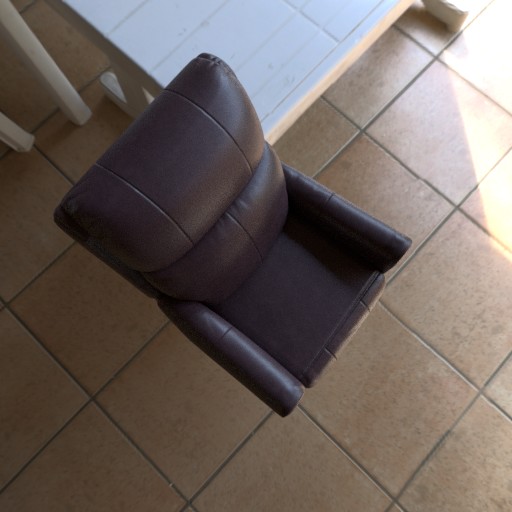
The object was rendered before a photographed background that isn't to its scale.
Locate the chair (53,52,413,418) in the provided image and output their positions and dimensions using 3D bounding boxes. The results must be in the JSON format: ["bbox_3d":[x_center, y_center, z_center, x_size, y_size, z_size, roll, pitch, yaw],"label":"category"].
[{"bbox_3d":[0.000,0.000,1.755,1.014,1.054,0.838,37,79,8],"label":"chair"}]
